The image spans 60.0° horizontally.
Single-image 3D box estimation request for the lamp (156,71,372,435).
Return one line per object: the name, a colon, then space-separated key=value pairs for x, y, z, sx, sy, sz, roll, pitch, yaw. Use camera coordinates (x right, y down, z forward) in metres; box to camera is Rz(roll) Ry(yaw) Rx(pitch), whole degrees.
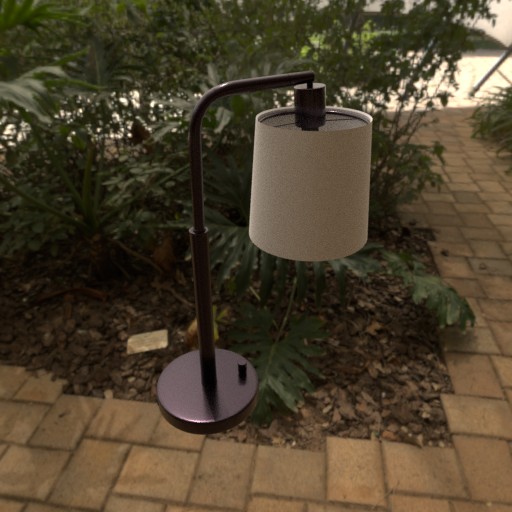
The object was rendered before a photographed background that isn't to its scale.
lamp: x=0.000 y=0.000 z=0.637 sx=0.333 sy=0.489 sz=0.171 roll=-10 pitch=31 yaw=-18
